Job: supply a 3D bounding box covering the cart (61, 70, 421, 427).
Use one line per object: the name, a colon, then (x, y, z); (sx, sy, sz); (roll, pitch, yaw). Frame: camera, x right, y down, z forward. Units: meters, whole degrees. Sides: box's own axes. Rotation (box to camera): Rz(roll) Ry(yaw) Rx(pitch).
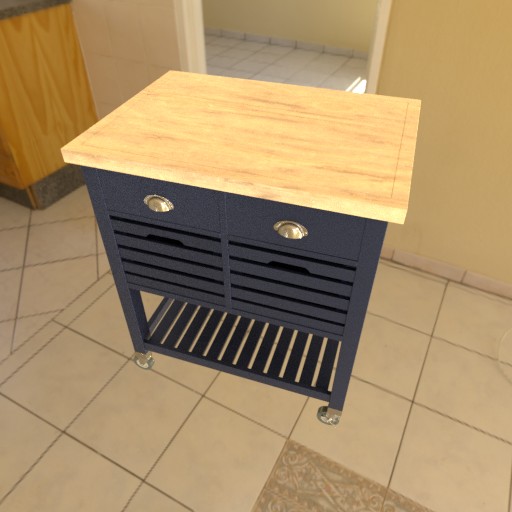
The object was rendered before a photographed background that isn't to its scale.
cart: (0.000, 0.000, 1.448); (0.797, 0.920, 0.567); (12, 43, 14)
